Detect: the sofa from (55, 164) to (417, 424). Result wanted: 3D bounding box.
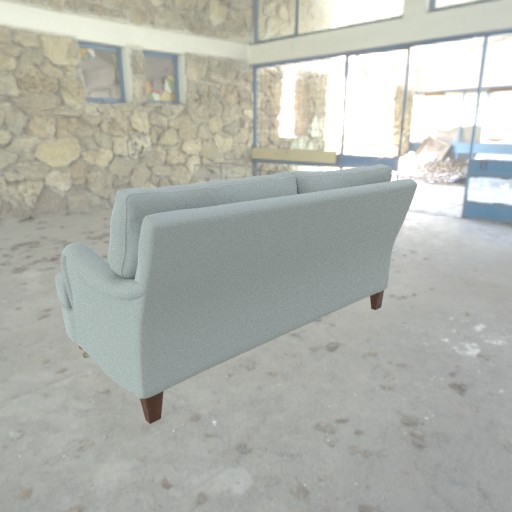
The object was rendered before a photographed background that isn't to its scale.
[{"bbox_3d":[0.000,0.000,2.827,2.193,1.096,1.069,-15,21,-43],"label":"sofa"}]
